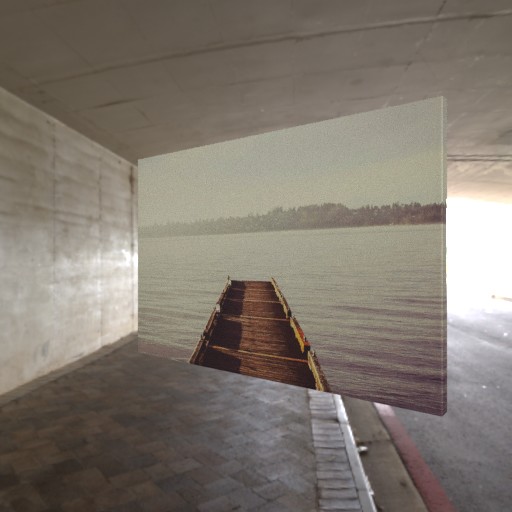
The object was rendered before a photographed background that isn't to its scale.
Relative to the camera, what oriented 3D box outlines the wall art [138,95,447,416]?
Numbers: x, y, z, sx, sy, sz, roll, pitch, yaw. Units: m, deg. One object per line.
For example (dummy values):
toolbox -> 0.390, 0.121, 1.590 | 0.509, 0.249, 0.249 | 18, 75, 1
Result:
wall art -> 0.000, 0.000, 0.760 | 0.615, 0.410, 0.021 | 0, 0, 37
